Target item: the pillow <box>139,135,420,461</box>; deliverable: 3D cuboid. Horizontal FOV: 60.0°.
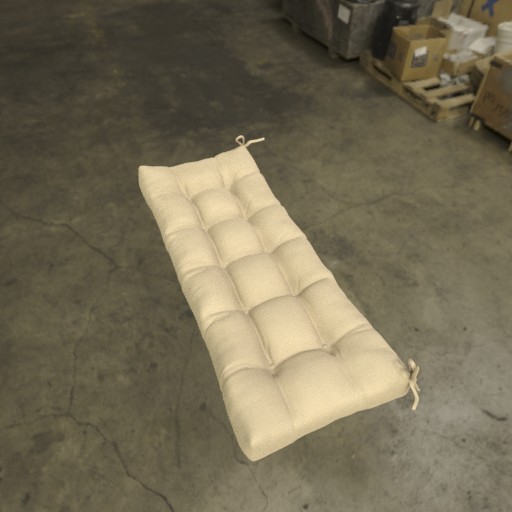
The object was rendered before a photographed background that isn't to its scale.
[{"bbox_3d":[0.000,0.000,1.383,0.511,0.174,1.194,-17,48,-16],"label":"pillow"}]
